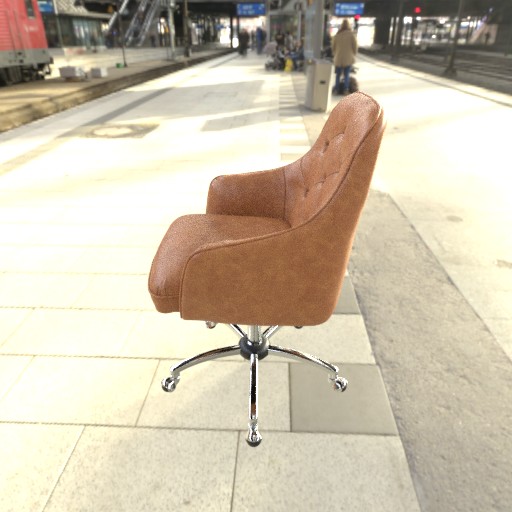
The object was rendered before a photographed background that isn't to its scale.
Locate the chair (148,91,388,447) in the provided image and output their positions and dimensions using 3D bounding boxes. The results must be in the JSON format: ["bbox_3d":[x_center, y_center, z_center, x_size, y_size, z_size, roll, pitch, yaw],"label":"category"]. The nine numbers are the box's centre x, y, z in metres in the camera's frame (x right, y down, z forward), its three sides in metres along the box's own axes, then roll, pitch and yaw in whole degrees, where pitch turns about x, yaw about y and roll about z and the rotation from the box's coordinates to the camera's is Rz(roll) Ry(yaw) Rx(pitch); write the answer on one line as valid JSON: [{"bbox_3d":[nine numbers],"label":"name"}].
[{"bbox_3d":[0.000,0.000,1.322,0.615,0.909,0.628,0,27,0],"label":"chair"}]
